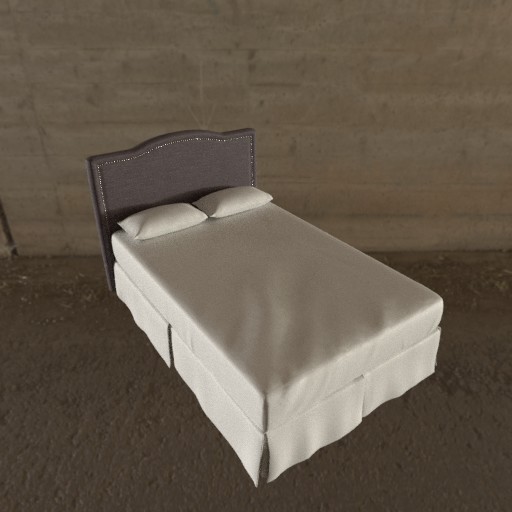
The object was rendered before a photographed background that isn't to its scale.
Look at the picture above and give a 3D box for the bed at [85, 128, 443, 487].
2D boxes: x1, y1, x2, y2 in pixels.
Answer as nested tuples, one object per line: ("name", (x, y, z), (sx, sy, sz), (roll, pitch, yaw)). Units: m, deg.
("bed", (0.000, 0.000, 3.508), (1.741, 1.441, 2.507), (-20, 36, -30))
